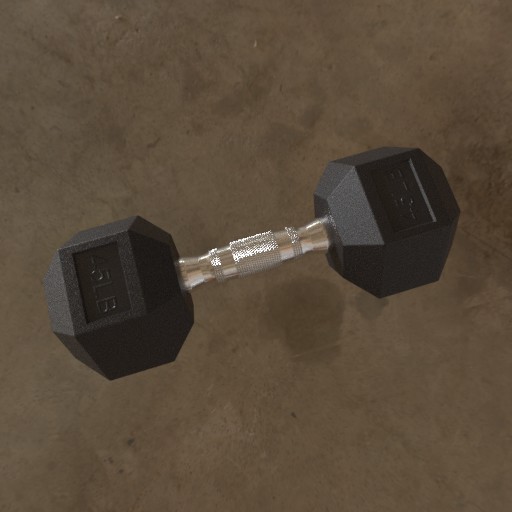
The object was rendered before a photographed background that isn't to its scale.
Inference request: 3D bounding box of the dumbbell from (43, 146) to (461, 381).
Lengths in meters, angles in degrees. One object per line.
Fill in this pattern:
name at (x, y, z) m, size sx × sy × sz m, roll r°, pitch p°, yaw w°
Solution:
dumbbell at (0.000, 0.000, 0.411) m, size 0.356 × 0.123 × 0.141 m, roll -16°, pitch 76°, yaw -4°
